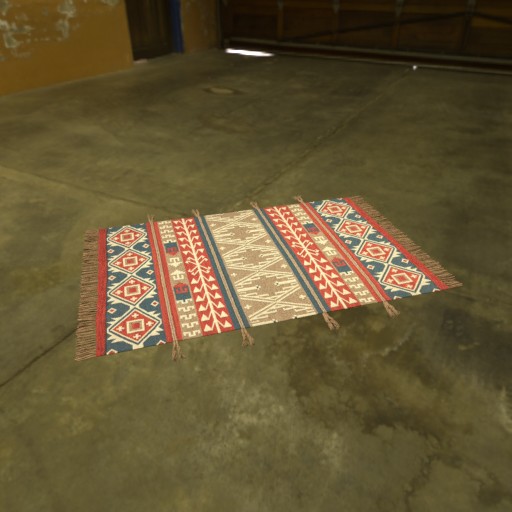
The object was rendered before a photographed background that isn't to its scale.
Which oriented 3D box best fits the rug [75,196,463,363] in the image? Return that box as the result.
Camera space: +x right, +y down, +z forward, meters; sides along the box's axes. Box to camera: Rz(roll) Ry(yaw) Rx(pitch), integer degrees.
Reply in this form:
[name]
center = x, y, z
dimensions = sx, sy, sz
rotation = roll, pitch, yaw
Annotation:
[rug]
center = 0.000, 0.000, 3.234
dimensions = 2.450, 0.048, 1.778
rotation = -9, 33, -14
